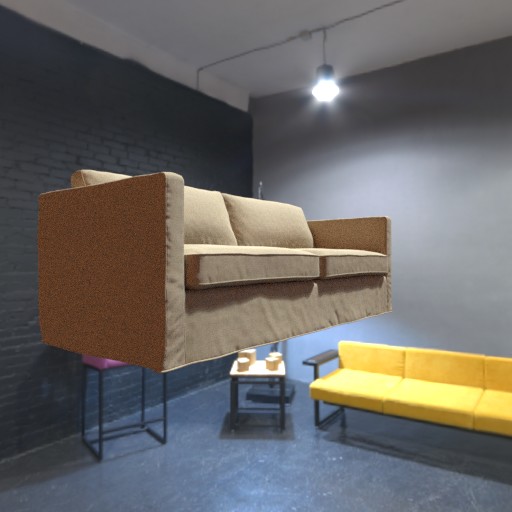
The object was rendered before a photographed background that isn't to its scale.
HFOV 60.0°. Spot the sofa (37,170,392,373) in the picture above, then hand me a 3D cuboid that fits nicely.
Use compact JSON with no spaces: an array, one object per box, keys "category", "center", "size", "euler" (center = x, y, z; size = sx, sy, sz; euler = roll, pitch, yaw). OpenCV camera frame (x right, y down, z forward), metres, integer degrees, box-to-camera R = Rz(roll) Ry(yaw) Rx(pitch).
[{"category":"sofa","center":[0.000,0.000,2.772],"size":[0.962,0.853,2.312],"euler":[0,0,37]}]
